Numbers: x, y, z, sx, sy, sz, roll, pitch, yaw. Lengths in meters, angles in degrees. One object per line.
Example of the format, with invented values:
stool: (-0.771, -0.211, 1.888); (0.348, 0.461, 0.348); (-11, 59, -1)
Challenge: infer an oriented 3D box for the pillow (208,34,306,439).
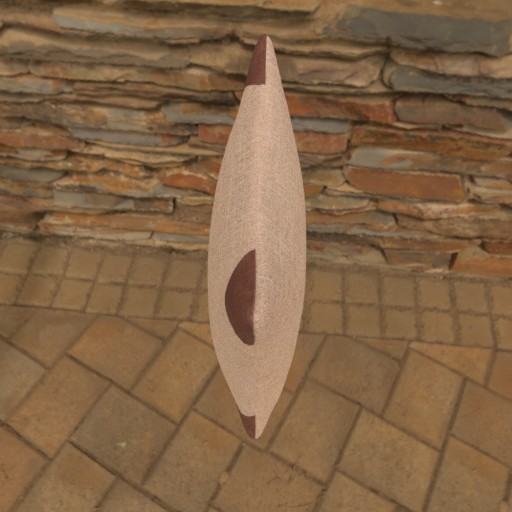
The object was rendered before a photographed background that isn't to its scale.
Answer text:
pillow: (0.000, 0.000, 0.669); (0.147, 0.448, 0.437); (1, 57, 1)
